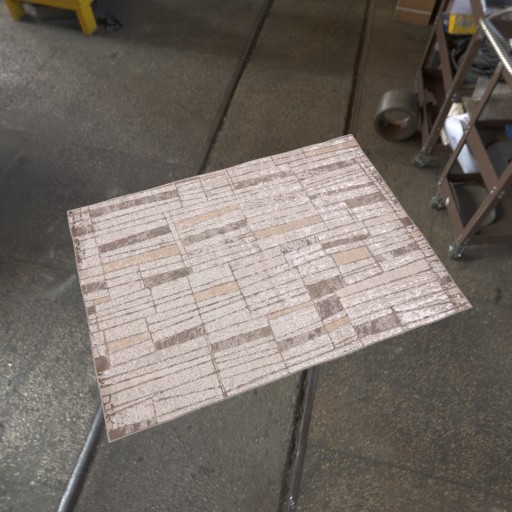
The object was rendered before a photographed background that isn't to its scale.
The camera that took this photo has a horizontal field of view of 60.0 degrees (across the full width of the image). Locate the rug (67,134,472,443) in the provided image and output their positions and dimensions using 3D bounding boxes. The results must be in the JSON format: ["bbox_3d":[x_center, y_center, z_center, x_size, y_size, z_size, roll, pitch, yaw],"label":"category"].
[{"bbox_3d":[0.000,0.000,4.375,3.357,0.019,2.449,-17,59,-11],"label":"rug"}]
